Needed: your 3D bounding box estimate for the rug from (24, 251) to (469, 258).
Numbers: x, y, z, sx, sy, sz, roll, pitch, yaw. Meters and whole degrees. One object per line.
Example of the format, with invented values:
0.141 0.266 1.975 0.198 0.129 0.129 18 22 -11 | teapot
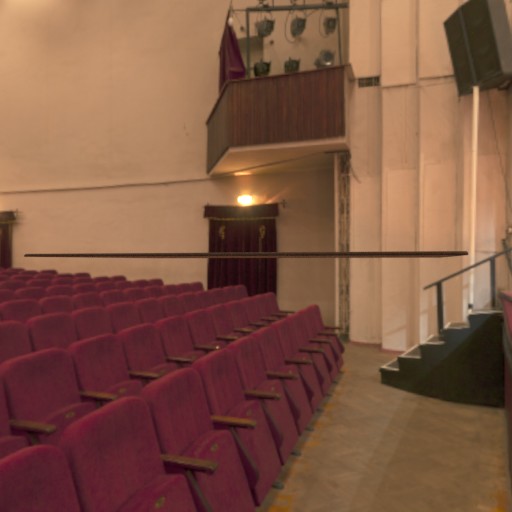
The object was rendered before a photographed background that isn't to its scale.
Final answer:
0.000 0.000 2.070 1.676 0.013 1.067 0 -1 18 | rug
